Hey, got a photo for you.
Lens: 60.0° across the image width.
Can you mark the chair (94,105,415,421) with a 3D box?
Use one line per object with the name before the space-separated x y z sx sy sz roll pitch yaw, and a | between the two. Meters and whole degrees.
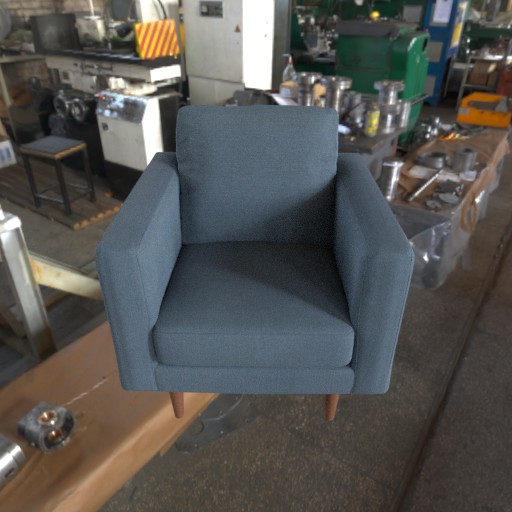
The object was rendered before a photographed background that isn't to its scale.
chair | 0.000 0.000 1.582 0.855 0.922 0.820 1 31 1
